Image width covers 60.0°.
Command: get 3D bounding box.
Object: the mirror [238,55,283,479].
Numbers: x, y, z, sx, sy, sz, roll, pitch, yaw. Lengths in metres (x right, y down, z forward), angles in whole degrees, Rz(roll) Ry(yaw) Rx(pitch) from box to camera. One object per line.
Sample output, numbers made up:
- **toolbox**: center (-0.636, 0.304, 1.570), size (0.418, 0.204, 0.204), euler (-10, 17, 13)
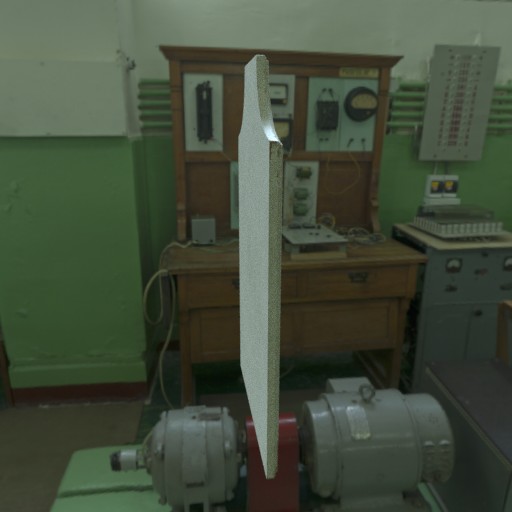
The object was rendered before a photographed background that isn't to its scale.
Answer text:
- **mirror**: center (0.000, 0.000, 0.886), size (0.022, 0.717, 0.403), euler (-2, 16, -8)
